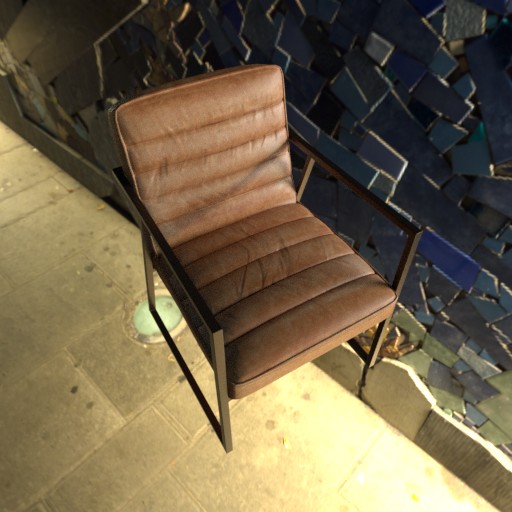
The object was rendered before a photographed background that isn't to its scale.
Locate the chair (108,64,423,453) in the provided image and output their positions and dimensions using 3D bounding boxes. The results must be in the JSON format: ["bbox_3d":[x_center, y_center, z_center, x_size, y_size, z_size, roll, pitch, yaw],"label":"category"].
[{"bbox_3d":[0.000,0.000,1.286,0.571,0.832,0.677,-23,51,-21],"label":"chair"}]
